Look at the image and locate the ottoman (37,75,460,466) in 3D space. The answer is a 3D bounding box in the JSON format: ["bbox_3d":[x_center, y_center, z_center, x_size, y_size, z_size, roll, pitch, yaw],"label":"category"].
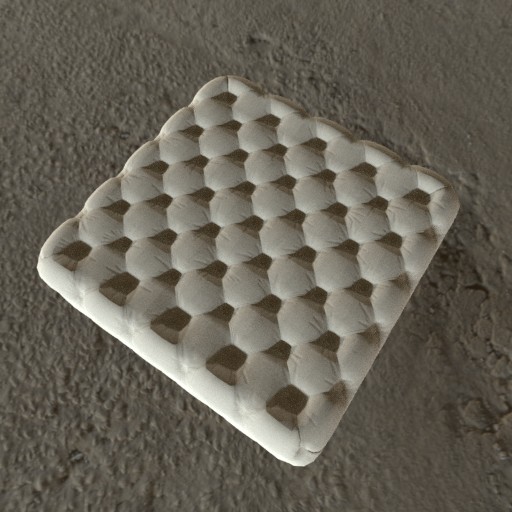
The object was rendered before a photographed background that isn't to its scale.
[{"bbox_3d":[0.000,0.000,1.168,0.753,0.376,0.755,32,67,15],"label":"ottoman"}]
